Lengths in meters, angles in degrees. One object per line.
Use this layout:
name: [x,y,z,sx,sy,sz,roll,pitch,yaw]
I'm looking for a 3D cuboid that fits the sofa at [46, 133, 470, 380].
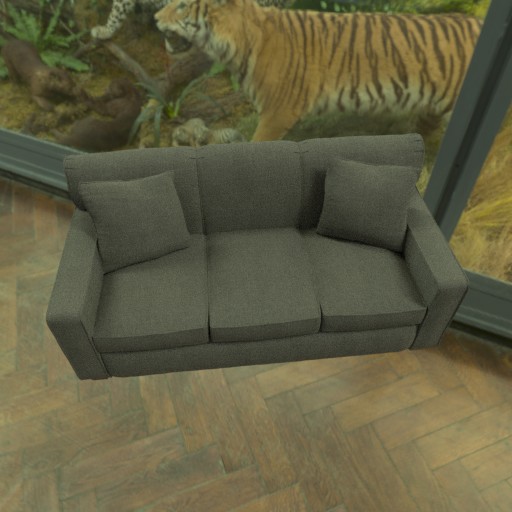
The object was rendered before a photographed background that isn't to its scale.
sofa: [0.000,0.000,2.492,2.024,0.958,0.997,-4,47,-4]
